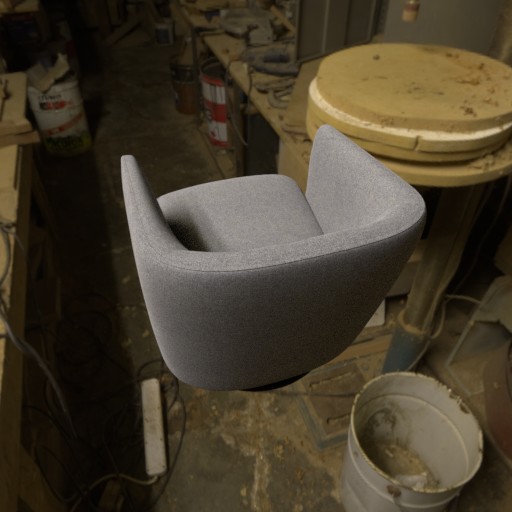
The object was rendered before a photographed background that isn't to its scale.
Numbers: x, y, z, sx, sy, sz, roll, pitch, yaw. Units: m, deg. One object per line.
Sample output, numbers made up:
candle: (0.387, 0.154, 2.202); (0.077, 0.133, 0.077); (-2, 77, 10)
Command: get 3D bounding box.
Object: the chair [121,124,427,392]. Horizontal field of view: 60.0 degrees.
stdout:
chair: (0.000, 0.000, 1.610); (0.822, 0.861, 0.986); (-12, 44, -13)
